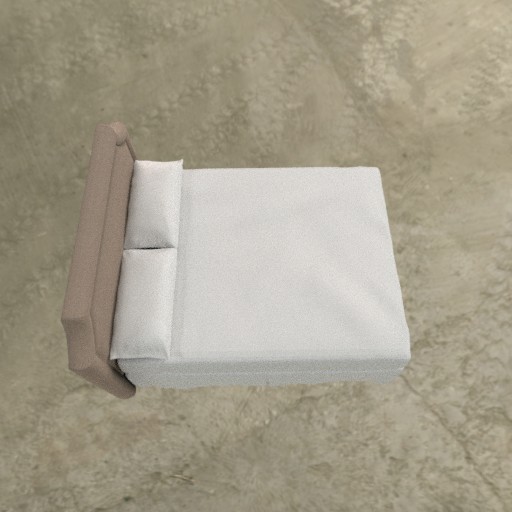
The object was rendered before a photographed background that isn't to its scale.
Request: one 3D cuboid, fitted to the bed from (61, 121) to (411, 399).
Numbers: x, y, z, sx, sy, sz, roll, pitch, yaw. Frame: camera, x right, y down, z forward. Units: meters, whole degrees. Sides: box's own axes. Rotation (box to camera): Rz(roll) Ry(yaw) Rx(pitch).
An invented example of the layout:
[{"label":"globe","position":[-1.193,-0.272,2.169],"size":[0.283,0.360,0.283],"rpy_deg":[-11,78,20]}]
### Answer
[{"label":"bed","position":[0.000,0.000,3.267],"size":[2.164,1.303,1.828],"rpy_deg":[-1,64,0]}]
